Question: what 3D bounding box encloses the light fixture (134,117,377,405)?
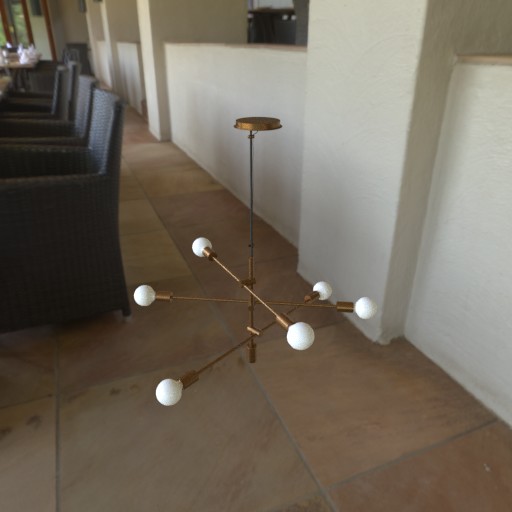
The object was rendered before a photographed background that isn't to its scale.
[{"bbox_3d":[0.000,0.000,1.259,0.682,0.744,0.637,-9,27,-17],"label":"light fixture"}]
